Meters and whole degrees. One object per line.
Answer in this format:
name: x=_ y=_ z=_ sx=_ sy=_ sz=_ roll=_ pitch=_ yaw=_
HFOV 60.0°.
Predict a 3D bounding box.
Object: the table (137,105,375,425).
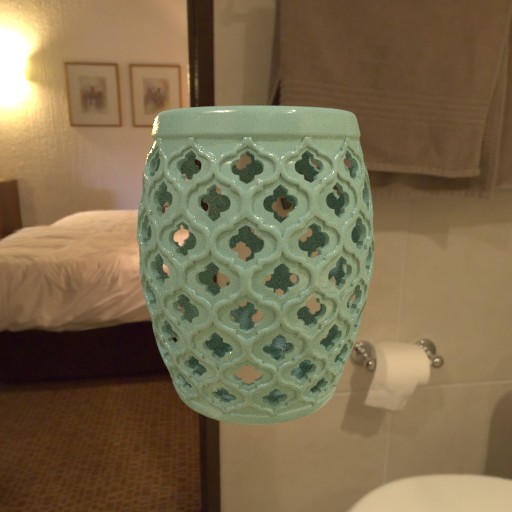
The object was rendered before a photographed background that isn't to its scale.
table: x=0.000 y=0.000 z=0.633 sx=0.325 sy=0.388 sz=0.325 roll=0 pitch=14 yaw=0
